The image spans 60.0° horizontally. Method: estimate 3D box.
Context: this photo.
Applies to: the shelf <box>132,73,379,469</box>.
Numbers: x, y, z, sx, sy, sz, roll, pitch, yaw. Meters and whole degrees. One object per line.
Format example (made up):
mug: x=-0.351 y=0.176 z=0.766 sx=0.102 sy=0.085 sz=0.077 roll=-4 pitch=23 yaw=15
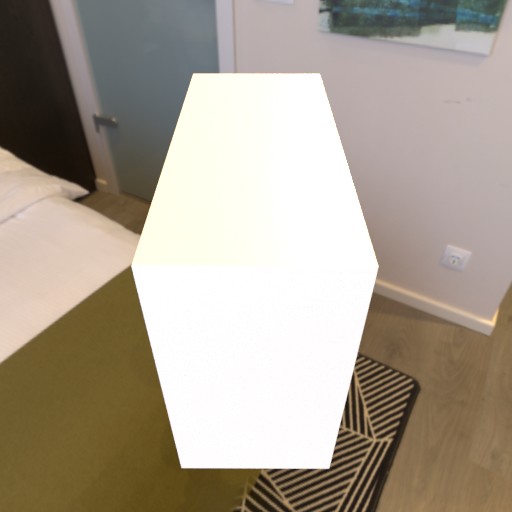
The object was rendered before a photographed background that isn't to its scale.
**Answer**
shelf: x=0.000 y=0.000 z=1.286 sx=0.396 sy=0.732 sz=0.895 roll=0 pitch=41 yaw=0
